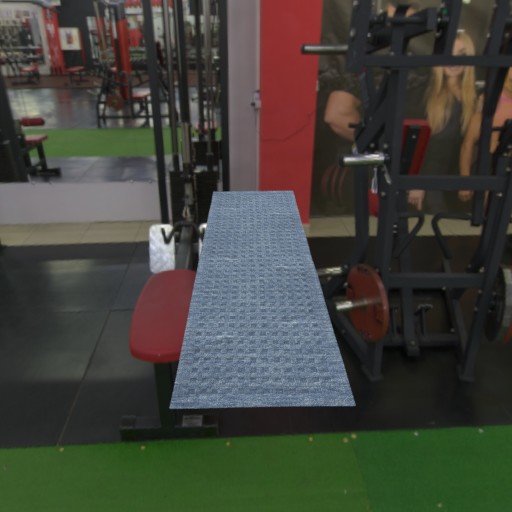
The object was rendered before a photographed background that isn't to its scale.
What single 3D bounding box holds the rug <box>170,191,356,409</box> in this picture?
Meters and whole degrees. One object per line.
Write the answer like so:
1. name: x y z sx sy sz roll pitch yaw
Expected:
1. rug: 0.000 0.000 2.718 0.688 0.008 2.443 -1 27 -1
